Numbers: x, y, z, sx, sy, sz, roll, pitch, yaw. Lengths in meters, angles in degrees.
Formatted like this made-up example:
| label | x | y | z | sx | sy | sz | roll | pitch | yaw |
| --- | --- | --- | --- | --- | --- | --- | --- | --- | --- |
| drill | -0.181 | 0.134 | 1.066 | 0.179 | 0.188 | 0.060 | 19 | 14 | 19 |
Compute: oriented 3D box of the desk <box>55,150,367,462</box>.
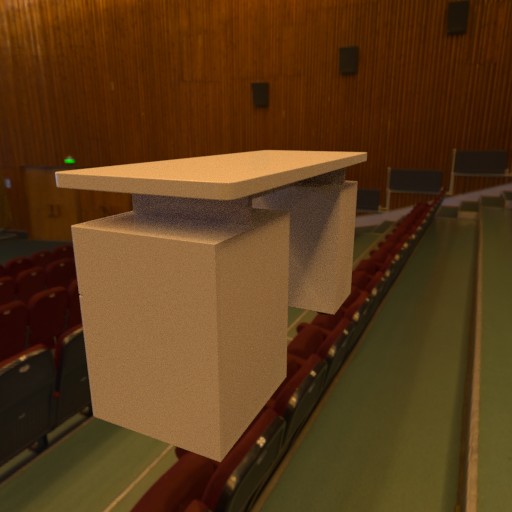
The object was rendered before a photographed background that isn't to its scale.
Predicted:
| label | x | y | z | sx | sy | sz | roll | pitch | yaw |
| --- | --- | --- | --- | --- | --- | --- | --- | --- | --- |
| desk | 0.000 | 0.000 | 1.785 | 0.550 | 0.762 | 1.400 | 8 | 18 | 25 |
